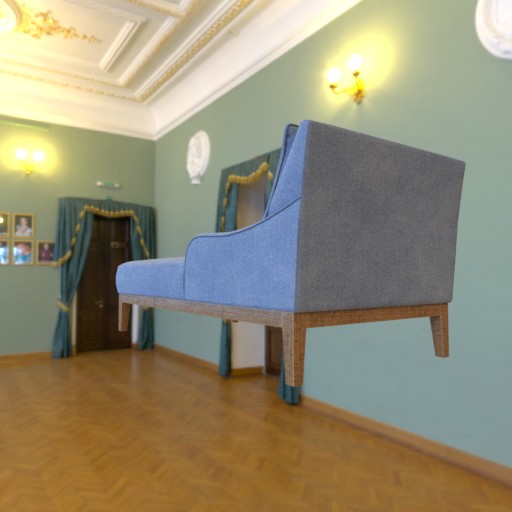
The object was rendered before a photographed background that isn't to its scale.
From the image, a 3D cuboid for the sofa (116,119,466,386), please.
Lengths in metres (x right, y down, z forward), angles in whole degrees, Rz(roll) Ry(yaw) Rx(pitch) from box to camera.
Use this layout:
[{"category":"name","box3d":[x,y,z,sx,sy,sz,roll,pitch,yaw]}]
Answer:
[{"category":"sofa","box3d":[0.000,0.000,2.294,0.904,0.883,1.779,2,-3,-35]}]
